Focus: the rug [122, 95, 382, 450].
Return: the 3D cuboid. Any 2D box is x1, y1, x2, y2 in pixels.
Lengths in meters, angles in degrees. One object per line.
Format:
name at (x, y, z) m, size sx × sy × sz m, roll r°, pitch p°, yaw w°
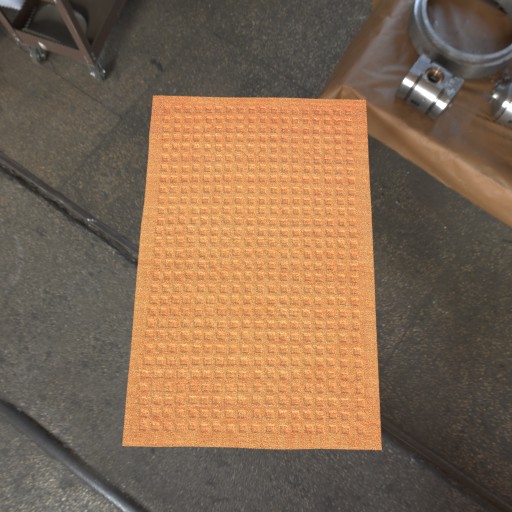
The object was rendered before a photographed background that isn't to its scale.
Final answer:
rug at (0.000, 0.000, 2.162) m, size 1.143 × 0.006 × 1.747 m, roll 1°, pitch 76°, yaw 0°
